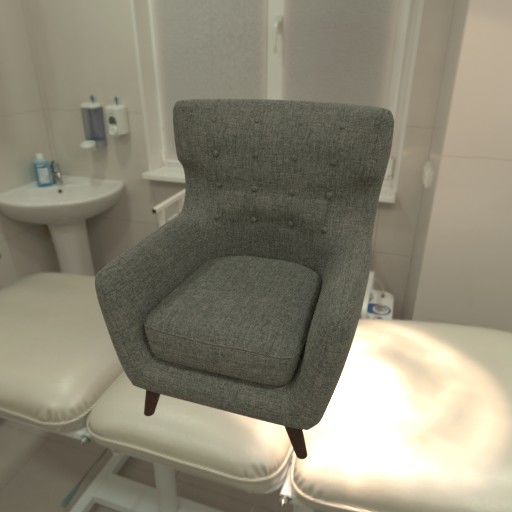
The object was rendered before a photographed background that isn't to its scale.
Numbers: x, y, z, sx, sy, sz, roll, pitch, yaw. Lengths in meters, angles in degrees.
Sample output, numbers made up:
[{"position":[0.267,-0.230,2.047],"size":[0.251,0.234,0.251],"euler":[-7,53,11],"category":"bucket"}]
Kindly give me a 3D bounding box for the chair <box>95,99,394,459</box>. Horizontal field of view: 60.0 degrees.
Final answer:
[{"position":[0.000,0.000,1.710],"size":[0.878,1.063,0.904],"euler":[8,27,17],"category":"chair"}]
